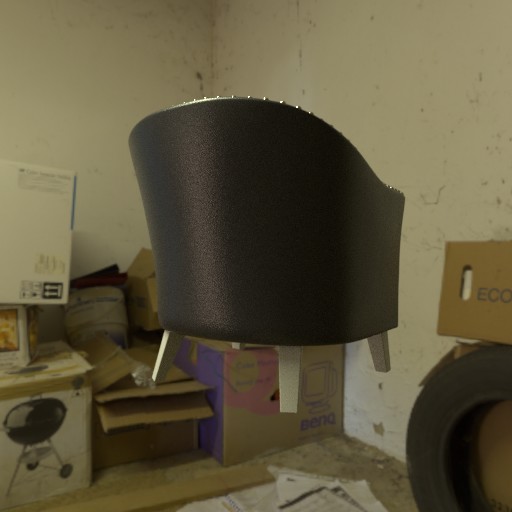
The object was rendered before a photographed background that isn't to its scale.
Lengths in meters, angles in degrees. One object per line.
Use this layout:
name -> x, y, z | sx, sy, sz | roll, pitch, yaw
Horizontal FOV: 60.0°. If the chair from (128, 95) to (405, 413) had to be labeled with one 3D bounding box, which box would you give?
chair -> 0.000, 0.000, 1.483 | 0.794, 0.823, 0.748 | 0, 0, 35
